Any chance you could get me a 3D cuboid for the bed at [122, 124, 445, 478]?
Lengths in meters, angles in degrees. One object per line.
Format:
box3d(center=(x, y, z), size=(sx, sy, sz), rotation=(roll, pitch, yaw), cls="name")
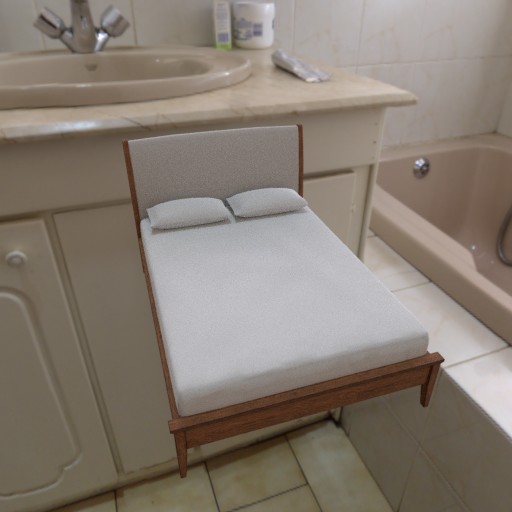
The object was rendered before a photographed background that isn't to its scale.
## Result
box3d(center=(0.000, 0.000, 2.985), size=(1.502, 1.135, 2.108), rotation=(-10, 33, -15), cls="bed")
